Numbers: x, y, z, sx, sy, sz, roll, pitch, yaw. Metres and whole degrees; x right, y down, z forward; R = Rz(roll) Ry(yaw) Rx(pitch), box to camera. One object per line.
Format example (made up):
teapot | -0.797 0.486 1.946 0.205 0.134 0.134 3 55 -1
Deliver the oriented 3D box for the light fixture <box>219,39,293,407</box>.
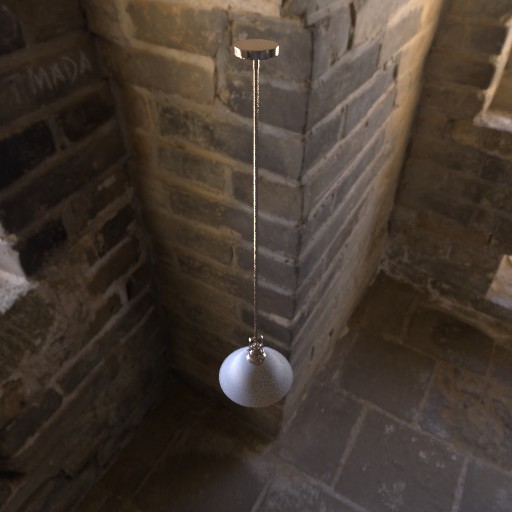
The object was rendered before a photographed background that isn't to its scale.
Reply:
light fixture | 0.000 0.000 1.529 0.324 1.354 0.324 -11 40 -13
